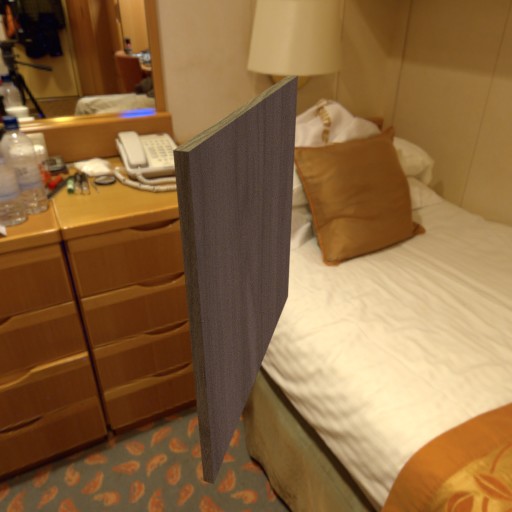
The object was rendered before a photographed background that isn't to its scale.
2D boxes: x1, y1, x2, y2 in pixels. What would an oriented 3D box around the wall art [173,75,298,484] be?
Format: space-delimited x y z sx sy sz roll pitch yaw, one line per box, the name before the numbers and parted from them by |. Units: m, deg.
wall art | 0.000 0.000 0.752 0.016 0.507 0.508 8 31 14
